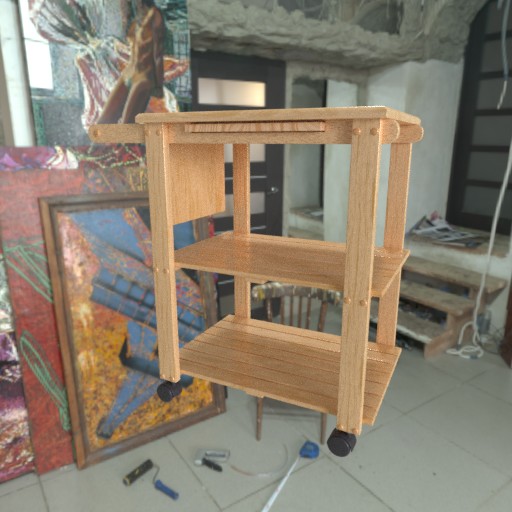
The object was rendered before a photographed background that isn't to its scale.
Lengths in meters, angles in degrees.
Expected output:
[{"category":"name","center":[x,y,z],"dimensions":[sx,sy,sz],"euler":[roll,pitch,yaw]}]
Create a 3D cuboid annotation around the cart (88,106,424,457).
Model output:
[{"category":"cart","center":[0.000,0.000,1.338],"dimensions":[0.843,0.816,0.520],"euler":[7,16,25]}]
